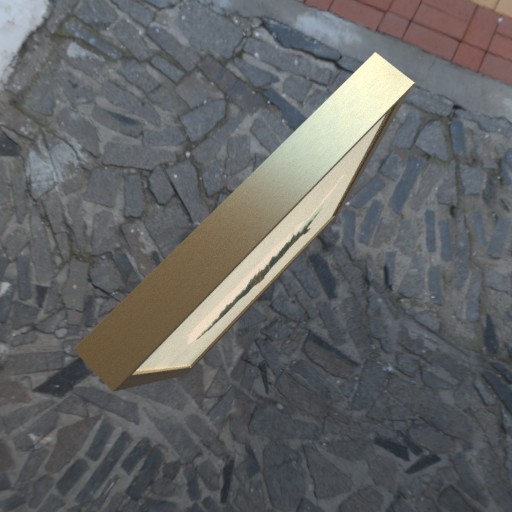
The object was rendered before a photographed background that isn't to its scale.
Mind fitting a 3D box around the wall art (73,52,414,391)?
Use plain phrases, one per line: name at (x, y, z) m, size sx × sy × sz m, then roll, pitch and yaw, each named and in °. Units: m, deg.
wall art at (0.000, 0.000, 0.457) m, size 0.038 × 0.304 × 0.304 m, roll 43°, pitch 80°, yaw 9°
